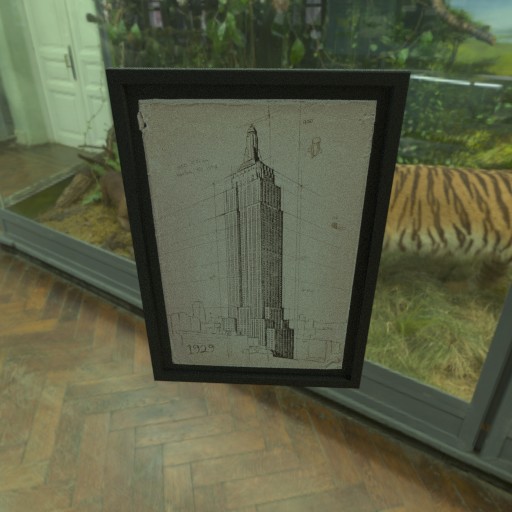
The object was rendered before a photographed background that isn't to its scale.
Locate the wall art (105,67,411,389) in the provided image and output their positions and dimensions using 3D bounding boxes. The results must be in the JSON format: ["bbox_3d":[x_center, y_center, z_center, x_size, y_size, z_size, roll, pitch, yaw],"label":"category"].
[{"bbox_3d":[0.000,0.000,0.552,0.303,0.431,0.013,1,30,3],"label":"wall art"}]
